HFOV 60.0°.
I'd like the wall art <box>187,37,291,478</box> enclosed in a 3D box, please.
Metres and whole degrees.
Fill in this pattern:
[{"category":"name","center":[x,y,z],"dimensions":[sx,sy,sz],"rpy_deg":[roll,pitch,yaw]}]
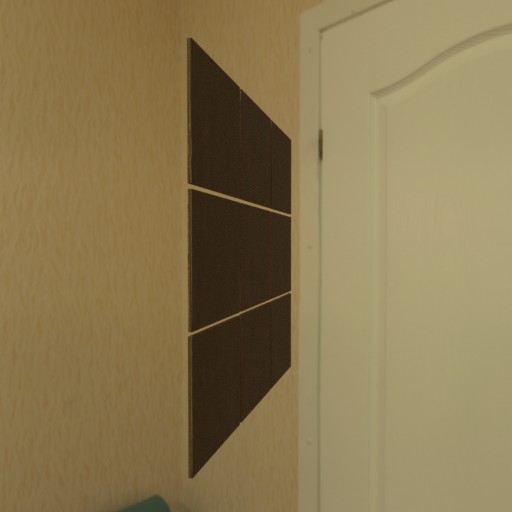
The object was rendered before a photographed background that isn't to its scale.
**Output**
[{"category":"wall art","center":[0.000,0.000,1.799],"dimensions":[0.013,1.213,1.215],"rpy_deg":[0,1,17]}]
